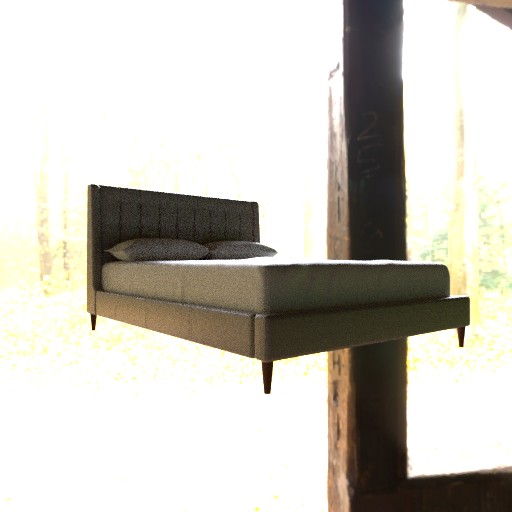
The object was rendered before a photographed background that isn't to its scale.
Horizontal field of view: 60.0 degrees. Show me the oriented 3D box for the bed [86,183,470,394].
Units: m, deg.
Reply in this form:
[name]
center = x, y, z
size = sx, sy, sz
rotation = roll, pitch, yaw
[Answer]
[bed]
center = 0.000, 0.000, 3.121
size = 1.656, 1.147, 2.232
rotation = 1, -1, -38
